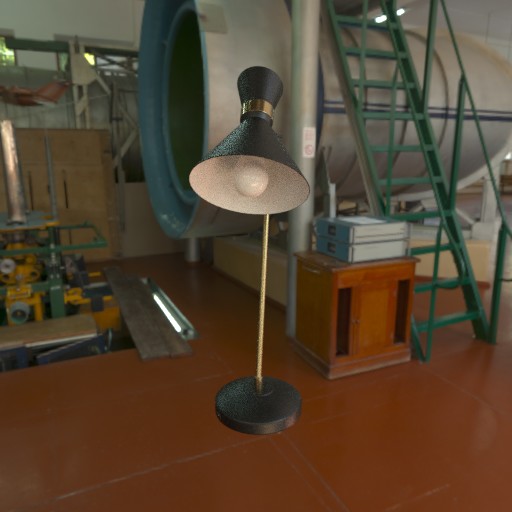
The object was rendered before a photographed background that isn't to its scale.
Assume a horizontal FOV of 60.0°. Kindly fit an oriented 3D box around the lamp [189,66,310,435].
[{"bbox_3d":[0.000,0.000,0.786,0.189,0.647,0.292,2,14,9],"label":"lamp"}]
